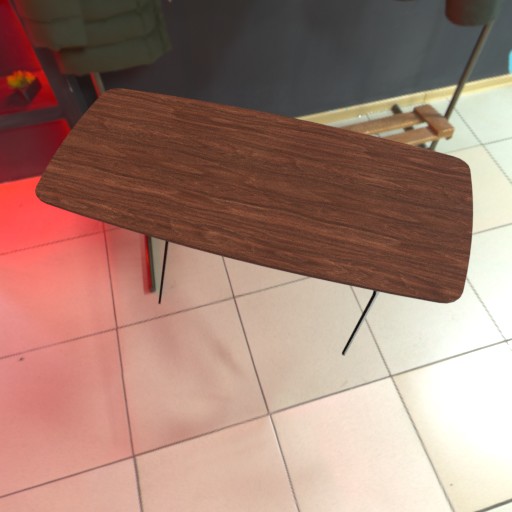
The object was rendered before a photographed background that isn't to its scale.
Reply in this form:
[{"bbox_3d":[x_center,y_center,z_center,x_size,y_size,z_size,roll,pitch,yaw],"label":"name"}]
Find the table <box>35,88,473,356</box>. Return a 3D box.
[{"bbox_3d":[0.000,0.000,1.093,0.804,0.576,0.361,14,60,8],"label":"table"}]
